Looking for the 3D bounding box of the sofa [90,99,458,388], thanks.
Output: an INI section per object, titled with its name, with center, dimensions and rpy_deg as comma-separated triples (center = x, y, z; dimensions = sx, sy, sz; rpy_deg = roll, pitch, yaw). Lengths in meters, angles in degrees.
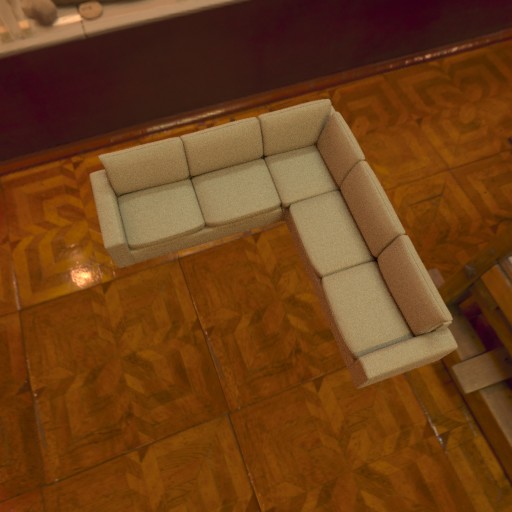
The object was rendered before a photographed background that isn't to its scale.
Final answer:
[sofa]
center = 0.000, 0.000, 4.127
dimensions = 2.622, 0.800, 2.742
rpy_deg = -17, 65, -8
